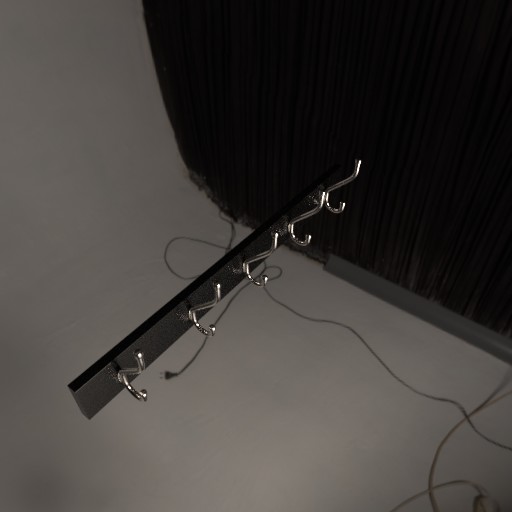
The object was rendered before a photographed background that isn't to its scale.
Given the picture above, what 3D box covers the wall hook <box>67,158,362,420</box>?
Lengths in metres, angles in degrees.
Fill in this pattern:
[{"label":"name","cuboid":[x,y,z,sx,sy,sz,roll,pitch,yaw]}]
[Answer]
[{"label":"wall hook","cuboid":[0.000,0.000,0.625,0.071,0.117,0.571,27,49,27]}]
